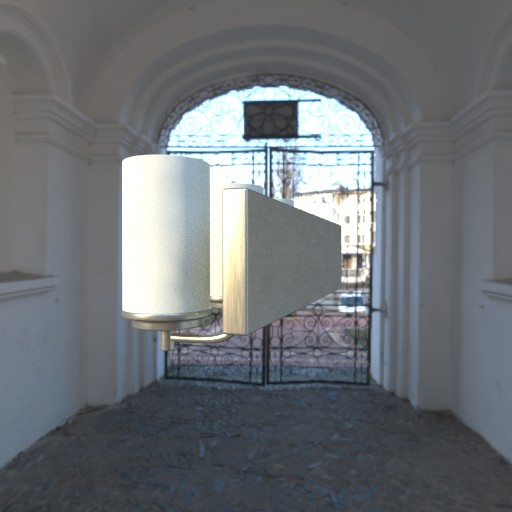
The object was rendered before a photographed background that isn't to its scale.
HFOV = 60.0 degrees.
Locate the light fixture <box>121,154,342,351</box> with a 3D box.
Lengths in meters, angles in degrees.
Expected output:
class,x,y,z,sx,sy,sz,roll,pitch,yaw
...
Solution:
class,x,y,z,sx,sy,sz,roll,pitch,yaw
light fixture,0.000,0.000,0.549,0.145,0.172,0.451,0,0,19
